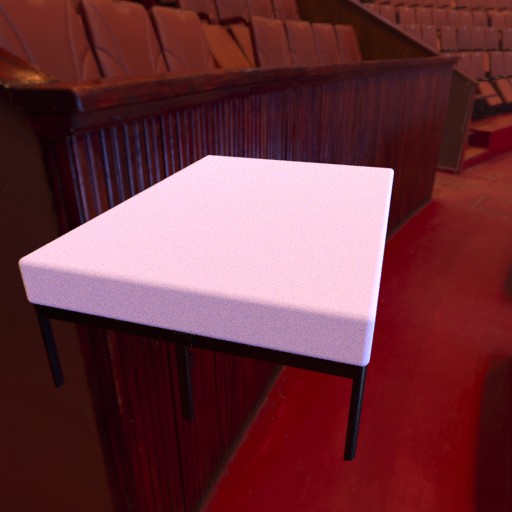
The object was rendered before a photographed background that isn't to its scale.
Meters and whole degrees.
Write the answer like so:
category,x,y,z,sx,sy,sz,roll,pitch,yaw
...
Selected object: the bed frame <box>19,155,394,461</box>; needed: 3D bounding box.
category,x,y,z,sx,sy,sz,roll,pitch,yaw
bed frame,0.000,0.000,2.563,1.408,0.659,1.956,8,27,16
